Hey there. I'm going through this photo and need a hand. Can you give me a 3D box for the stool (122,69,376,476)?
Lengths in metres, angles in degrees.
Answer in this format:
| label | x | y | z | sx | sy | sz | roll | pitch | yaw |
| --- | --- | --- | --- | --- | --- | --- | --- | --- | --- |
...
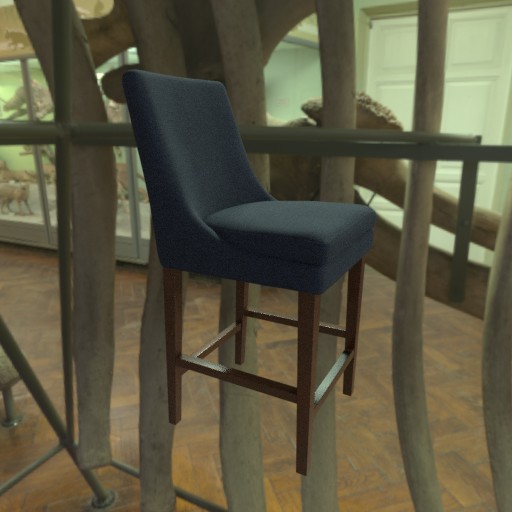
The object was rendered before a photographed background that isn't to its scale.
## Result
| label | x | y | z | sx | sy | sz | roll | pitch | yaw |
| --- | --- | --- | --- | --- | --- | --- | --- | --- | --- |
| stool | 0.000 | 0.000 | 1.271 | 0.577 | 0.981 | 0.470 | 9 | 19 | 27 |
